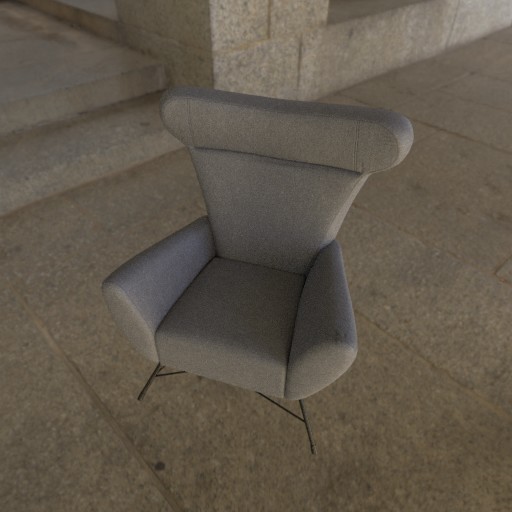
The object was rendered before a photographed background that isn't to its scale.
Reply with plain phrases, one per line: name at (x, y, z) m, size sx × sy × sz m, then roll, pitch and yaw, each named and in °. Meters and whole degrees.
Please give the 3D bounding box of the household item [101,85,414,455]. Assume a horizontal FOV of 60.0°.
household item at (0.000, 0.000, 1.752) m, size 0.980 × 1.050 × 0.900 m, roll 12°, pitch 42°, yaw 14°
